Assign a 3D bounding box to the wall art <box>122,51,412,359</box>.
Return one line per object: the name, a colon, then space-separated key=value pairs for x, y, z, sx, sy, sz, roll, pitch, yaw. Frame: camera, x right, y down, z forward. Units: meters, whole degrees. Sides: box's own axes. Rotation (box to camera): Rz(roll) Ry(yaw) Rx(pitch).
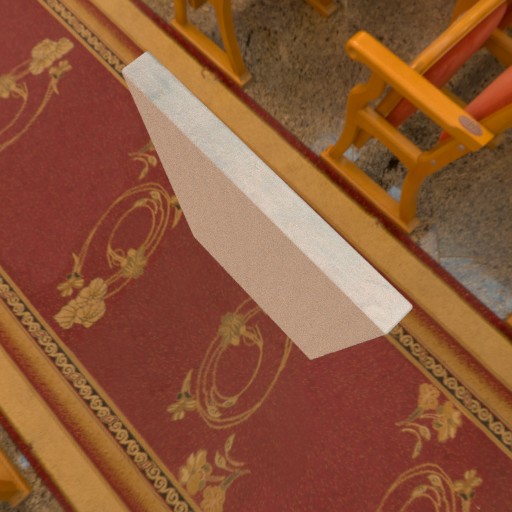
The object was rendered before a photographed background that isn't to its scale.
wall art: x=0.000 y=0.000 z=1.136 sx=0.061 sy=0.911 sz=0.609 roll=-42 pitch=79 yaw=-10
